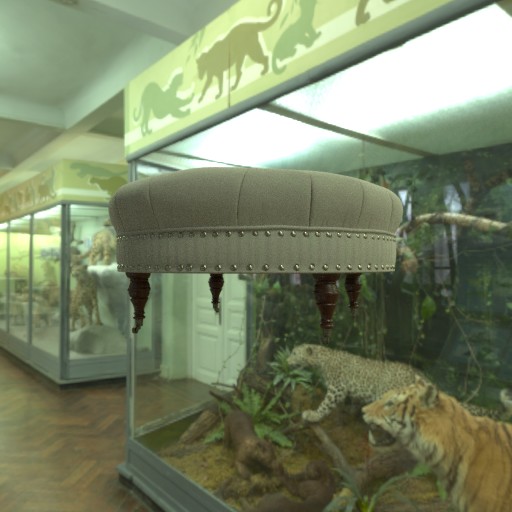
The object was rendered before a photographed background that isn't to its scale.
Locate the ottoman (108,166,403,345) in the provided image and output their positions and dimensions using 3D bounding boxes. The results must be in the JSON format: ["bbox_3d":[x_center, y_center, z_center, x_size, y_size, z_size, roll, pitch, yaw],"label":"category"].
[{"bbox_3d":[0.000,0.000,1.413,0.901,0.439,0.901,0,-1,0],"label":"ottoman"}]
